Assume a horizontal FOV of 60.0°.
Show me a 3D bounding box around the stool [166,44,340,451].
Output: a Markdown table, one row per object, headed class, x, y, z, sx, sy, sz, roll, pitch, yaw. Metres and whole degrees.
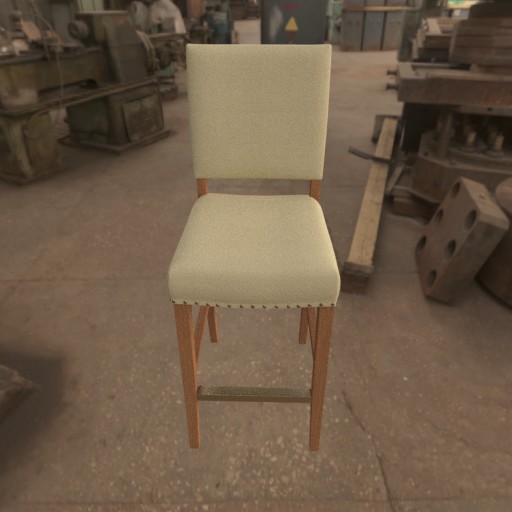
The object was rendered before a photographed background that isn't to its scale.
| class | x | y | z | sx | sy | sz | roll | pitch | yaw |
| --- | --- | --- | --- | --- | --- | --- | --- | --- | --- |
| stool | 0.000 | 0.000 | 1.406 | 0.445 | 1.168 | 0.584 | 1 | 31 | 1 |
